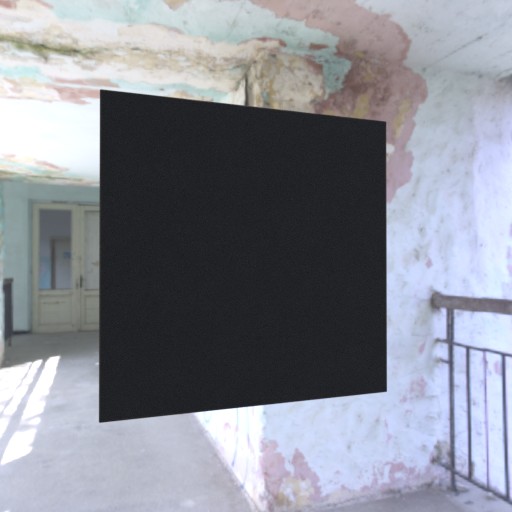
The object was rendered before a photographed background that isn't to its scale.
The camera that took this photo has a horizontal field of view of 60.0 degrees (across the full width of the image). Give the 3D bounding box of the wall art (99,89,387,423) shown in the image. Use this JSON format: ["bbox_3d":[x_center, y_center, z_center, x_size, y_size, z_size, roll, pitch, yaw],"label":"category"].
[{"bbox_3d":[0.000,0.000,0.457,0.304,0.303,0.015,0,-1,-18],"label":"wall art"}]
